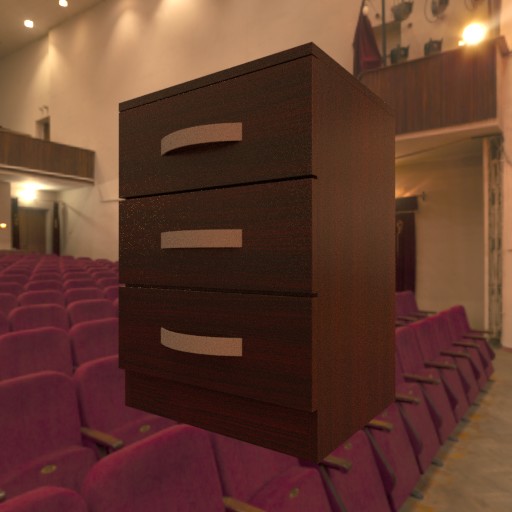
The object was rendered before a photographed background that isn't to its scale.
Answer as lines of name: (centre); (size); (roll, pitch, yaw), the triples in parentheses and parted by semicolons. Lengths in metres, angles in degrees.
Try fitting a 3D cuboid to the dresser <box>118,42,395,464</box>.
dresser: (0.000, 0.000, 0.820); (0.400, 0.560, 0.360); (0, 0, 36)
